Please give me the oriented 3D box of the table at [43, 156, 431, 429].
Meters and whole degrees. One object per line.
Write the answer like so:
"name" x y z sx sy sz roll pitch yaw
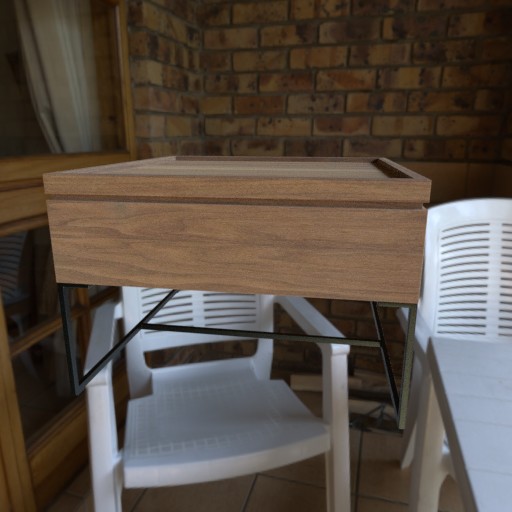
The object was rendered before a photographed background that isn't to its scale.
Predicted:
"table" 0.000 0.000 1.137 0.679 0.464 0.676 3 16 9
